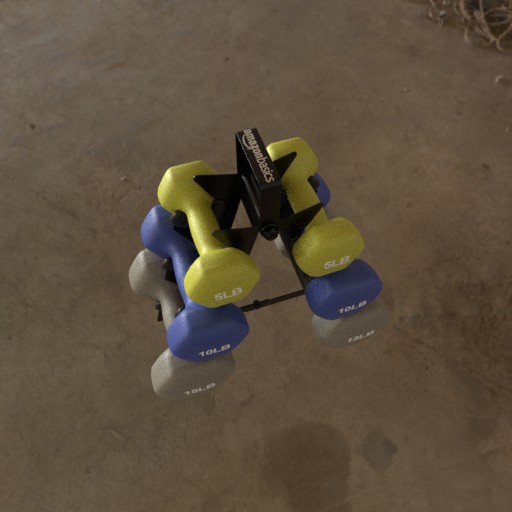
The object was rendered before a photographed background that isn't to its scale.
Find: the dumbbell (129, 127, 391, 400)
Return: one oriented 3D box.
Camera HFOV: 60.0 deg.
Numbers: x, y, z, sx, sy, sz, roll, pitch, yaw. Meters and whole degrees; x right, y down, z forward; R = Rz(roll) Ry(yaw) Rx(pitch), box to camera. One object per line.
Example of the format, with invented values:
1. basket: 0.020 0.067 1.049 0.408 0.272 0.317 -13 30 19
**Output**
1. dumbbell: 0.000 0.000 0.679 0.416 0.426 0.261 -16 59 -10
